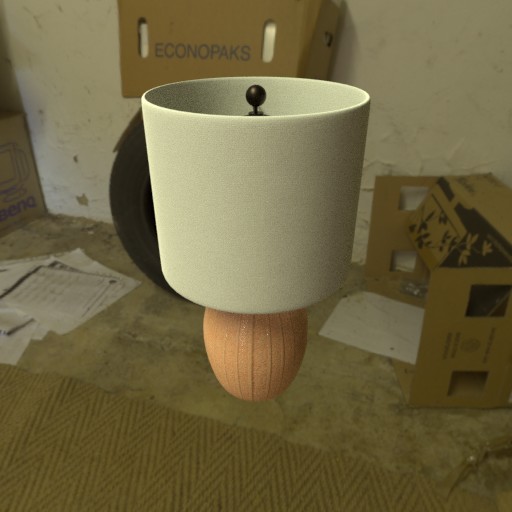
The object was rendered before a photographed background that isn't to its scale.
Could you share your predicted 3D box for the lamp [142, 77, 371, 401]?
[{"bbox_3d":[0.000,0.000,0.783,0.329,0.570,0.329,0,30,0],"label":"lamp"}]
